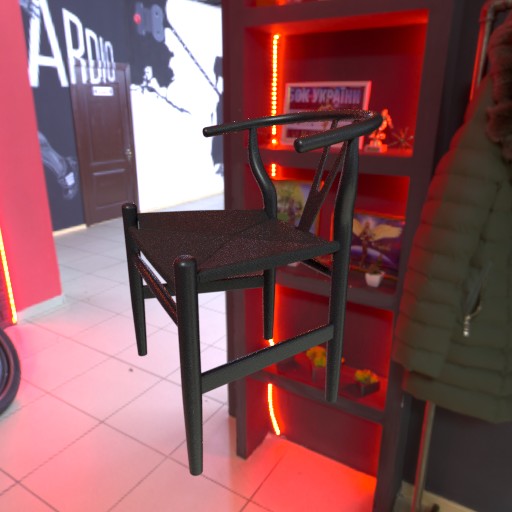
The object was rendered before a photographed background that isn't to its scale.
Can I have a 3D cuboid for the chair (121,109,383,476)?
[{"bbox_3d":[0.000,0.000,1.164,0.579,0.730,0.569,-9,20,-24],"label":"chair"}]
